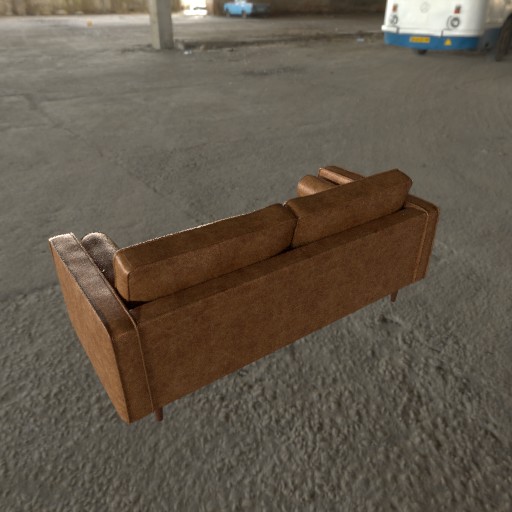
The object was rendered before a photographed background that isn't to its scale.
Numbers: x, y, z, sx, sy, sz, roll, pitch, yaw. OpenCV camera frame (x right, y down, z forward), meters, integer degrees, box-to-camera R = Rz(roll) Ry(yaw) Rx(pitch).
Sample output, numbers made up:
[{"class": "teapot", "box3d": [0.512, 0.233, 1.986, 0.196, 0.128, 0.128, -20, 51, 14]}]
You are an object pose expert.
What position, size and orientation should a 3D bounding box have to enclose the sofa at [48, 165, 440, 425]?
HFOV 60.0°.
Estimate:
[{"class": "sofa", "box3d": [0.000, 0.000, 2.434, 1.920, 0.825, 0.924, -20, 36, -29]}]
